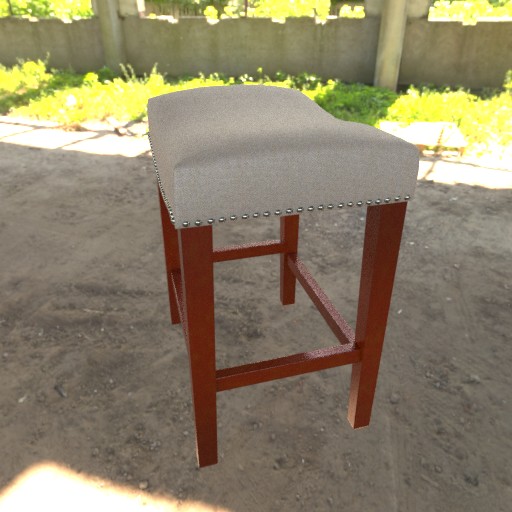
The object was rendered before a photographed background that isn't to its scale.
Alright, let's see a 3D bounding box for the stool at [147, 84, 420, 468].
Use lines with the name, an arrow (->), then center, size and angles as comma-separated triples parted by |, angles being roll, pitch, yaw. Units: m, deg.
stool -> 0.000, 0.000, 0.951 | 0.375, 0.632, 0.509 | -8, 31, -14
